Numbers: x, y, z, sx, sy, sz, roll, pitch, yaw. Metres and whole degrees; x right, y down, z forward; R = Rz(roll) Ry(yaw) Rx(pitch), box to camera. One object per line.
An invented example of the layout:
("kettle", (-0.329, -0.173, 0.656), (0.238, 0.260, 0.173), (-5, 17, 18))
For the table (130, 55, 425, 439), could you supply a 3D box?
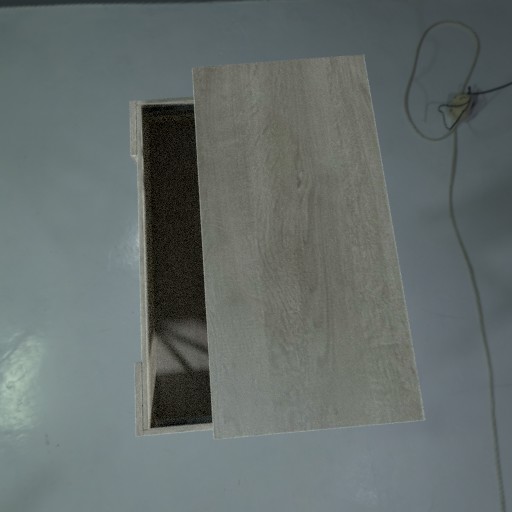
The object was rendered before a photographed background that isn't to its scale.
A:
("table", (0.000, 0.000, 1.427), (0.711, 0.570, 1.000), (-5, 76, -1))
